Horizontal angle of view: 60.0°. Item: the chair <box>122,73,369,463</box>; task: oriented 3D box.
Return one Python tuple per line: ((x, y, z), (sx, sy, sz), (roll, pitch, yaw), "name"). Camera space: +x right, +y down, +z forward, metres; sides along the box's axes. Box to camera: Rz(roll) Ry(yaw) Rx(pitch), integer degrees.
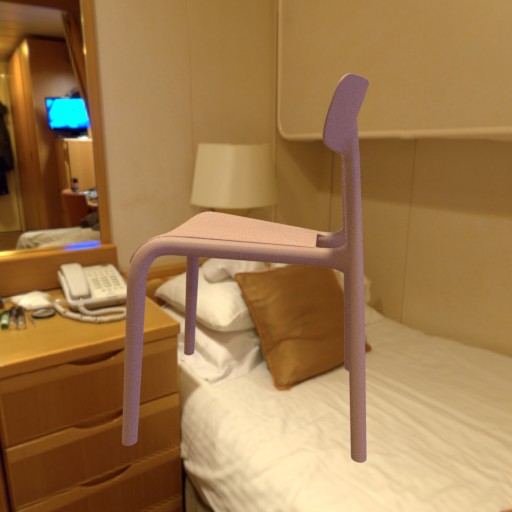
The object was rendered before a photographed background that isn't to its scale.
((0.000, 0.000, 0.806), (0.401, 0.580, 0.356), (2, 14, 9), "chair")
